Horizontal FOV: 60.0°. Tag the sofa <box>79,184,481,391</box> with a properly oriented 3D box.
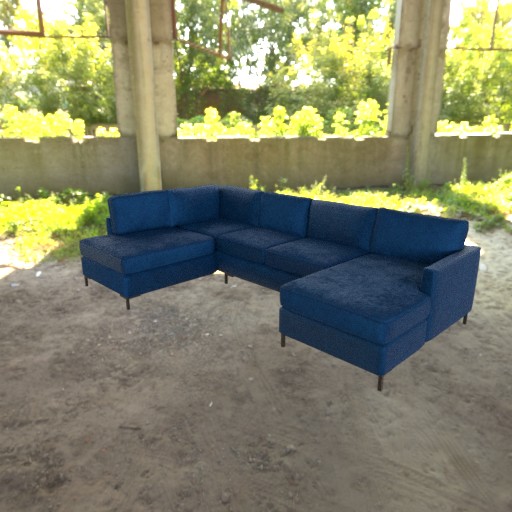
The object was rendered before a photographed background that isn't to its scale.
[{"bbox_3d":[0.000,0.000,4.307,2.055,0.992,3.434,-16,22,-42],"label":"sofa"}]
